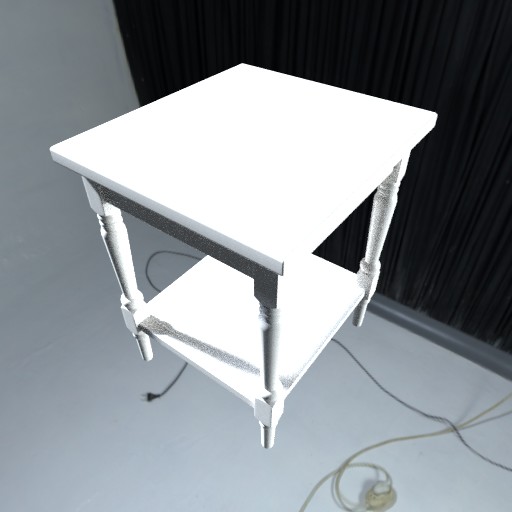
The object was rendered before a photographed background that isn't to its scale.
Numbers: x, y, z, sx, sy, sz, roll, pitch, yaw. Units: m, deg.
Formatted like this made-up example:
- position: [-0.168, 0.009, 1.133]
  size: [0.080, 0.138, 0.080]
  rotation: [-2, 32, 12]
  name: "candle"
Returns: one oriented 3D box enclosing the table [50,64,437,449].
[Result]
- position: [0.000, 0.000, 0.923]
  size: [0.442, 0.565, 0.488]
  rotation: [26, 48, 27]
  name: "table"
